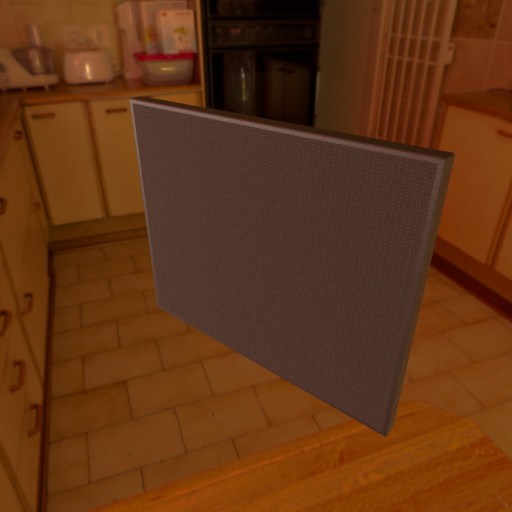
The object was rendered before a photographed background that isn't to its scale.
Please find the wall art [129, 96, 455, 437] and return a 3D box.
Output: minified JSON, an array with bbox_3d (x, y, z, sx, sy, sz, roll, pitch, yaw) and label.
[{"bbox_3d":[0.000,0.000,0.759,0.559,0.458,0.029,22,36,33],"label":"wall art"}]
